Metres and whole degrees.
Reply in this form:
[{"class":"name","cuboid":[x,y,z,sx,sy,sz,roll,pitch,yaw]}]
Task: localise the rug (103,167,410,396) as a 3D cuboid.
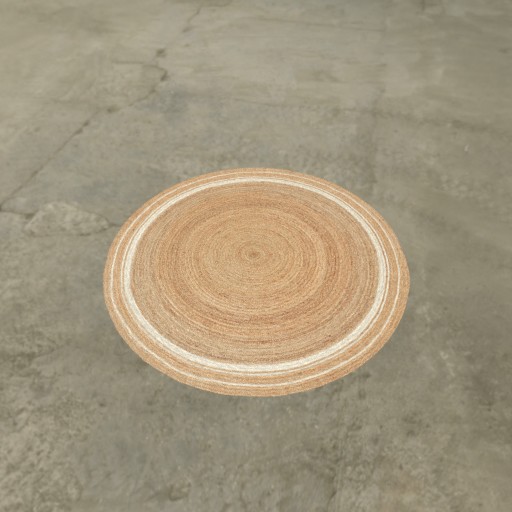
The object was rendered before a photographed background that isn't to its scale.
[{"class":"rug","cuboid":[0.000,0.000,3.640,2.444,0.015,2.444,0,47,0]}]
